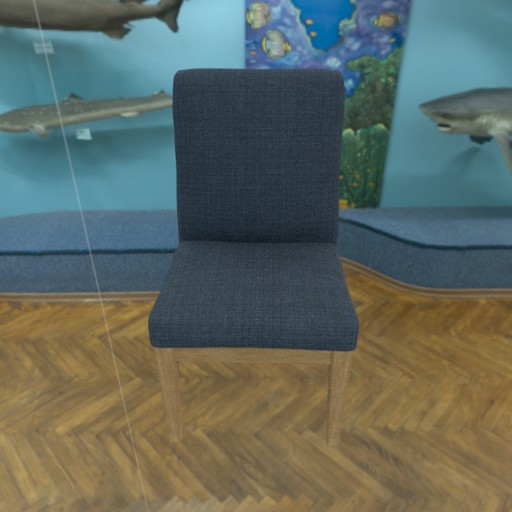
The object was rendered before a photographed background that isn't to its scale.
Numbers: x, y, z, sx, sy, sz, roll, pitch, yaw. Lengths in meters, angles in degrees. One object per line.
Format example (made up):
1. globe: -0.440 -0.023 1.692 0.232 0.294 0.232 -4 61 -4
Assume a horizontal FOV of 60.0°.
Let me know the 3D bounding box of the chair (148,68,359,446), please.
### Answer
1. chair: 0.000 0.000 1.251 0.507 0.911 0.586 1 31 1
